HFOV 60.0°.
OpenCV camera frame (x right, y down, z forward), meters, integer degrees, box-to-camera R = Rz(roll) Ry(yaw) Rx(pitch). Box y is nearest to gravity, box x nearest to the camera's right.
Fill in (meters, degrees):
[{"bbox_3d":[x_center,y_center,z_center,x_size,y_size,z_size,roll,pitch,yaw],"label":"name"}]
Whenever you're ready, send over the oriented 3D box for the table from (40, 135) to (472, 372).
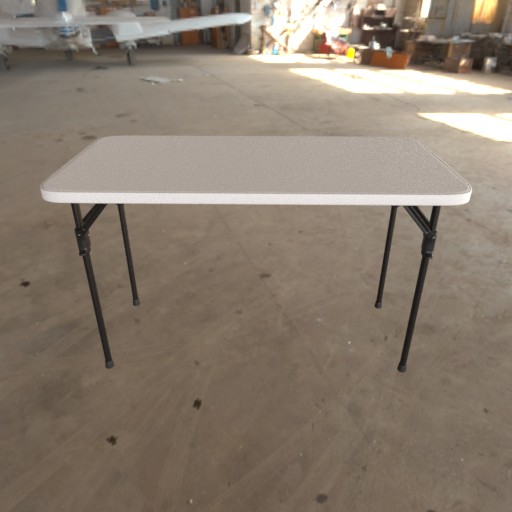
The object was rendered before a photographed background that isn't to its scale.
[{"bbox_3d":[0.000,0.000,1.632,1.219,0.729,0.610,1,29,1],"label":"table"}]
